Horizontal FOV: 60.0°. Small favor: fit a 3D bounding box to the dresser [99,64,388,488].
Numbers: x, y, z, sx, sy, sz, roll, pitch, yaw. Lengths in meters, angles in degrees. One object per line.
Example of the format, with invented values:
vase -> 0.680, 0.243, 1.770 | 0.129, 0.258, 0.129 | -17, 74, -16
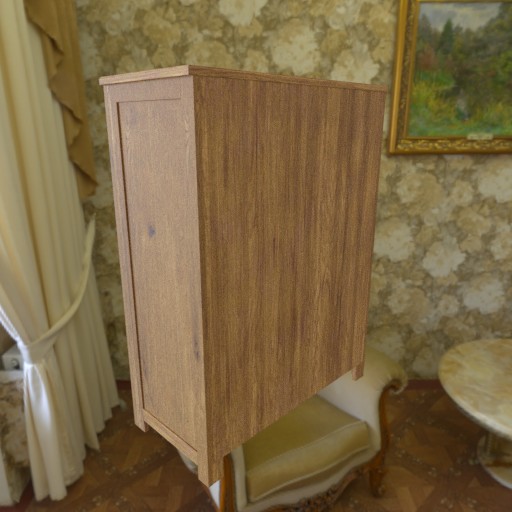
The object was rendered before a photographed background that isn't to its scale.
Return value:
dresser -> 0.000, 0.000, 1.957 | 0.558, 1.431, 1.081 | 16, 23, 42
